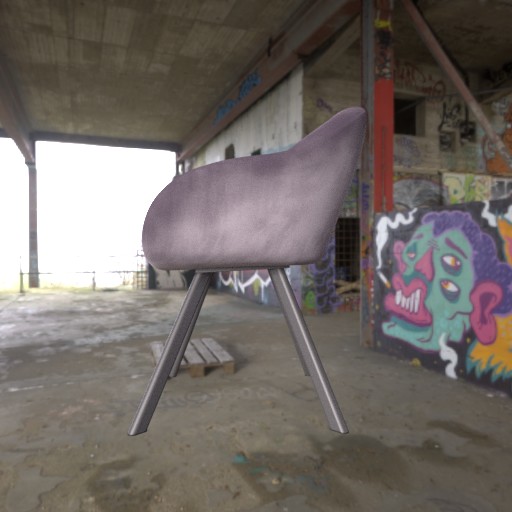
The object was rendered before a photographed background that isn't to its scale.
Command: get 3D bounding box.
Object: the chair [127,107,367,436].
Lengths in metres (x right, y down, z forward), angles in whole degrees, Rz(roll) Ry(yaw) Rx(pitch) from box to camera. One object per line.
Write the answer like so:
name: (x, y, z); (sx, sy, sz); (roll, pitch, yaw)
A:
chair: (0.000, 0.000, 1.234); (0.590, 0.795, 0.550); (0, 1, -1)
